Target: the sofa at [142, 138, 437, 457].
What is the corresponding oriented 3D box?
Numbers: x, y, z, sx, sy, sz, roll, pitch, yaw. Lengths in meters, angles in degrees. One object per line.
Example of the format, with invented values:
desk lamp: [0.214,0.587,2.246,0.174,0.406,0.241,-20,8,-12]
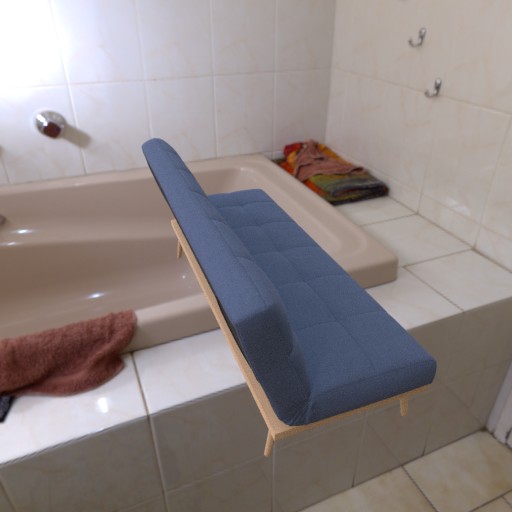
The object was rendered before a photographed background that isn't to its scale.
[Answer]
sofa: [0.000,0.000,2.222,0.796,0.800,1.800,-11,33,-18]
